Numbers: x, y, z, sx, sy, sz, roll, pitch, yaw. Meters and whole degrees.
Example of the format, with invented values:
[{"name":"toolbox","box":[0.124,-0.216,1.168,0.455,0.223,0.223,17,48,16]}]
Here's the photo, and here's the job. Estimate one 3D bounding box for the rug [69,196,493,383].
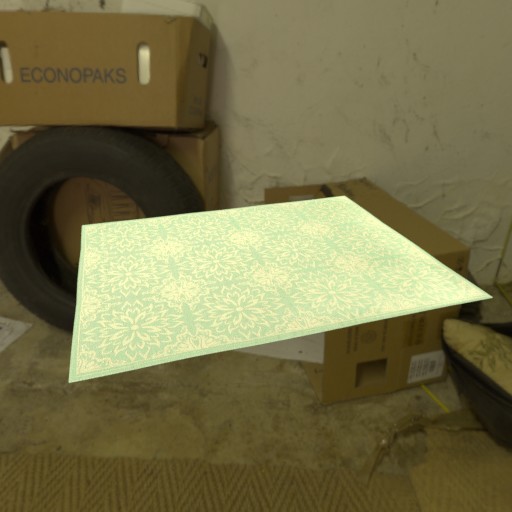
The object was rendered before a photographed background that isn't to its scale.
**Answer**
[{"name":"rug","box":[0.000,0.000,3.921,2.980,0.012,2.363,-8,28,-15]}]
